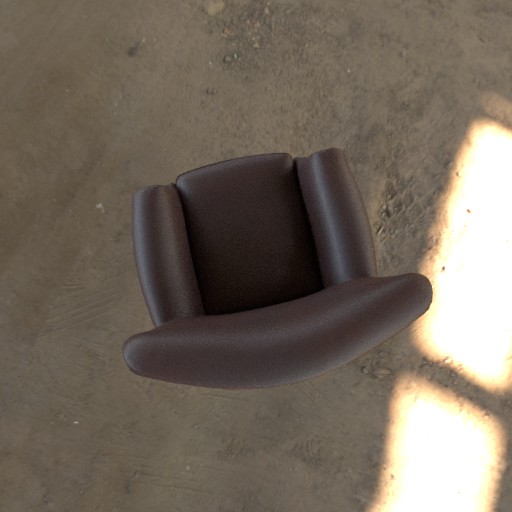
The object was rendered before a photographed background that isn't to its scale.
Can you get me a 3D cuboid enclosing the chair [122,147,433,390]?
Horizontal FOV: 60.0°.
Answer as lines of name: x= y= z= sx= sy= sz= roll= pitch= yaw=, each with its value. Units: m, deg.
chair: x=0.000 y=0.000 z=1.356 sx=0.700 sy=0.800 sz=0.746 roll=-12 pitch=76 yaw=-3
